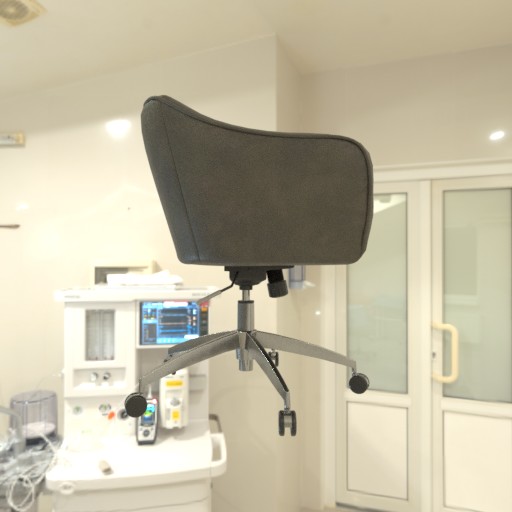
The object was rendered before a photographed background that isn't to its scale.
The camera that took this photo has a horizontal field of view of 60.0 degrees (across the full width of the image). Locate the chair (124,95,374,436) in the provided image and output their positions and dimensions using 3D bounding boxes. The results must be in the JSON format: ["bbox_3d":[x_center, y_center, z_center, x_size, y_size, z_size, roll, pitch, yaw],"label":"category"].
[{"bbox_3d":[0.000,0.000,1.345,0.689,0.827,0.713,0,-1,-1],"label":"chair"}]
